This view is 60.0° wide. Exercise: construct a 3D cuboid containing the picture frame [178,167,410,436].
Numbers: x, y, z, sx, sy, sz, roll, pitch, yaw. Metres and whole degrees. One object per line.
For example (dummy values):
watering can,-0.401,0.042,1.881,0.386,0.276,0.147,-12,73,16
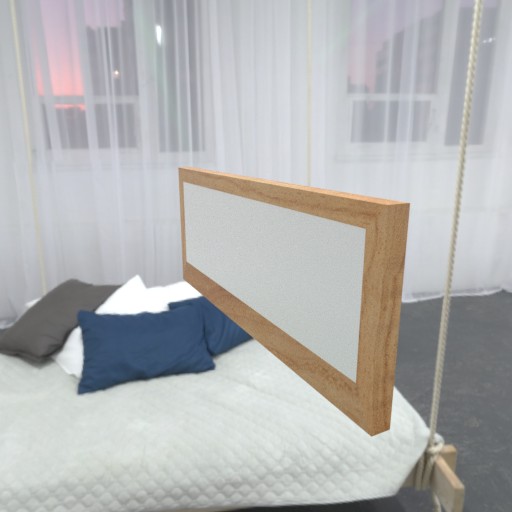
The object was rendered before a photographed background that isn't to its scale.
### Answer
picture frame,0.000,0.000,0.674,0.045,0.234,0.582,-8,17,-27
